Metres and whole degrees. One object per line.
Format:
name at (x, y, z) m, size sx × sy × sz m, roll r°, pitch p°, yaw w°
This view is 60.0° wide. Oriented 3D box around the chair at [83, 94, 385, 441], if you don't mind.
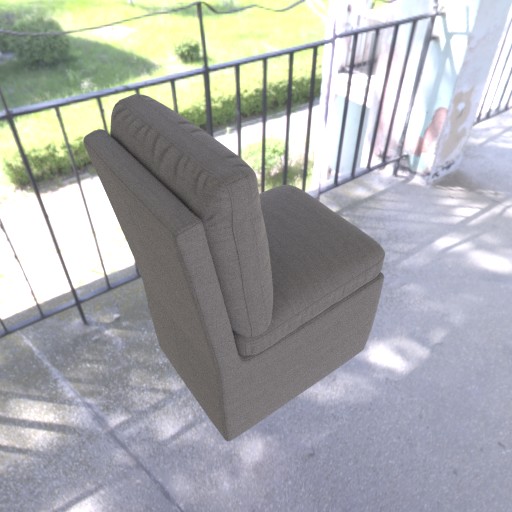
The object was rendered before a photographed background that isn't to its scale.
chair at (0.000, 0.000, 1.327) m, size 0.698 × 0.927 × 0.503 m, roll -26°, pitch 47°, yaw -26°
